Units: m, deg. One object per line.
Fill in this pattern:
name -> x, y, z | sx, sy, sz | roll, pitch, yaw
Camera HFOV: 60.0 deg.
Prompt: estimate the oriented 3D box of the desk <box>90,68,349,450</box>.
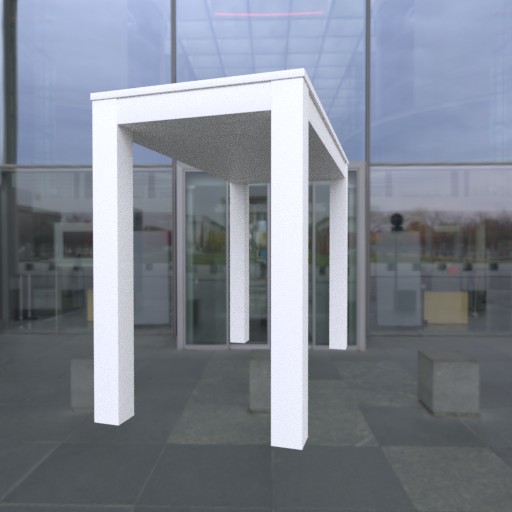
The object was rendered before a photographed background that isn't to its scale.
desk -> 0.000, 0.000, 1.427 | 0.497, 0.762, 0.990 | 0, 1, 17
